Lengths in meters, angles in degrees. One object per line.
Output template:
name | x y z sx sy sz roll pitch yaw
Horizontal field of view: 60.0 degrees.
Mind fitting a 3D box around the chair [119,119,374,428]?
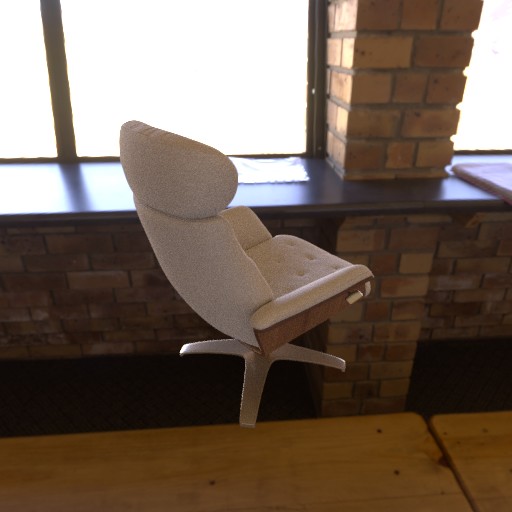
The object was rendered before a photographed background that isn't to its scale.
chair | 0.000 0.000 1.624 0.837 0.995 0.785 -18 31 -32
